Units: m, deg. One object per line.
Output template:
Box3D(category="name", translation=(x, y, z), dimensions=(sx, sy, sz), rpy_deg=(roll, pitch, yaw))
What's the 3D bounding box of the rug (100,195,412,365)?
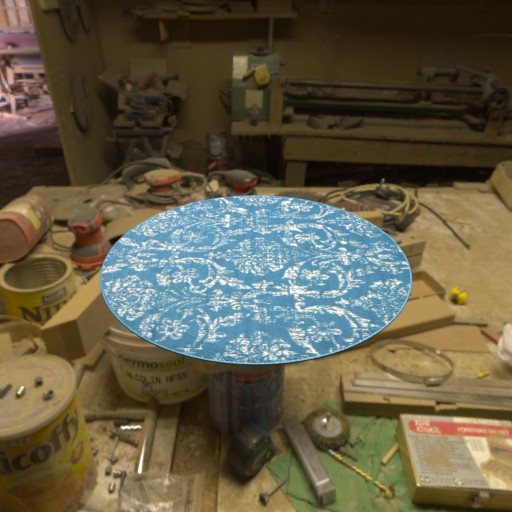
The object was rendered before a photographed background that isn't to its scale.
Box3D(category="rug", translation=(0.000, 0.000, 2.361), dimensions=(1.593, 0.012, 1.593), rpy_deg=(0, 31, 0))
